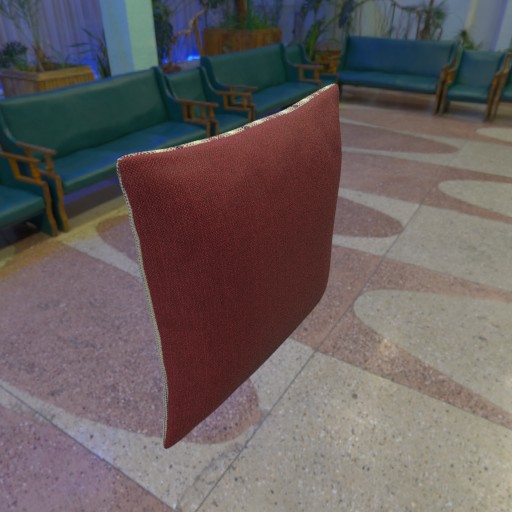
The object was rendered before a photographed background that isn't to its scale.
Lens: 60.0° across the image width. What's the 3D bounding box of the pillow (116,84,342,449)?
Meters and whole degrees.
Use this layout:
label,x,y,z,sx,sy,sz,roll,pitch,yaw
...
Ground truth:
label,x,y,z,sx,sy,sz,roll,pitch,yaw
pillow,0.000,0.000,0.771,0.166,0.497,0.513,20,37,30
